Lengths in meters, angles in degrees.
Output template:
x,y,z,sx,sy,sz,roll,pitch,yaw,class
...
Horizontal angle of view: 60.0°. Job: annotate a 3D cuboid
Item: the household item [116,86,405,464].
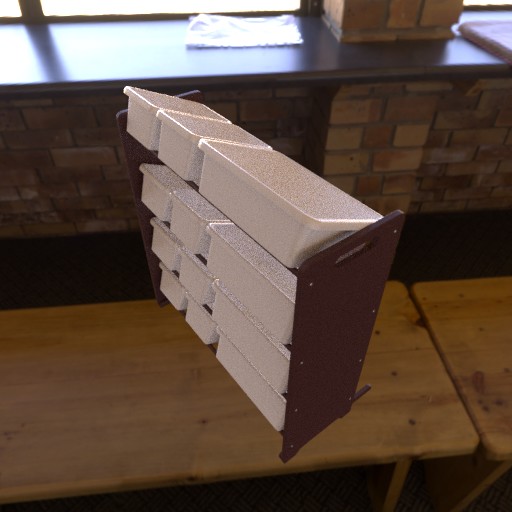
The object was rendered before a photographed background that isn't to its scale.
x,y,z,sx,sy,sz,roll,pitch,yaw,class
0.000,0.000,1.322,0.389,0.864,0.787,-27,49,-27,household item
